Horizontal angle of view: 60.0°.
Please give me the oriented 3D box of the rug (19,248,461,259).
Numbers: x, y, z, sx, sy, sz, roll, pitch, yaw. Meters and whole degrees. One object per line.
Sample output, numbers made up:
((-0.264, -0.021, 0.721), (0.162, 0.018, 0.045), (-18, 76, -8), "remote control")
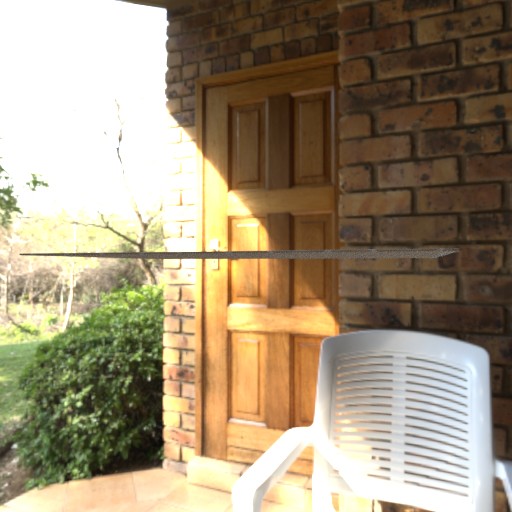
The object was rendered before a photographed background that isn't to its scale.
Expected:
((0.000, 0.000, 2.720), (2.134, 0.010, 1.524), (0, -1, 19), "rug")
